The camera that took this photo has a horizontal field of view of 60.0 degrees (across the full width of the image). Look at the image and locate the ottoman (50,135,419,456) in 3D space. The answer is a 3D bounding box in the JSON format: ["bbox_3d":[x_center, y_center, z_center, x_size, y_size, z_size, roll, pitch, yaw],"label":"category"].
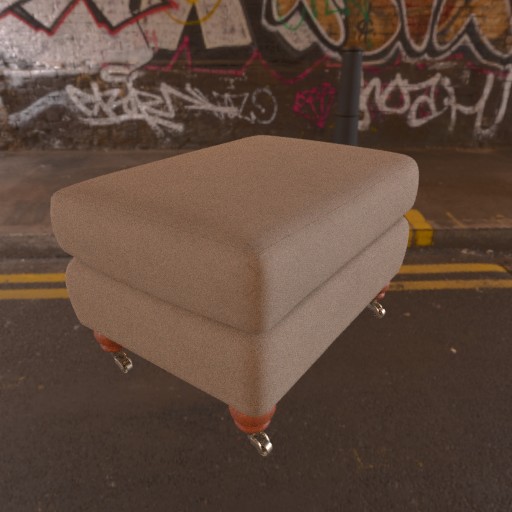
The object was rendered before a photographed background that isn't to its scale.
[{"bbox_3d":[0.000,0.000,1.140,0.569,0.504,0.773,17,31,32],"label":"ottoman"}]
